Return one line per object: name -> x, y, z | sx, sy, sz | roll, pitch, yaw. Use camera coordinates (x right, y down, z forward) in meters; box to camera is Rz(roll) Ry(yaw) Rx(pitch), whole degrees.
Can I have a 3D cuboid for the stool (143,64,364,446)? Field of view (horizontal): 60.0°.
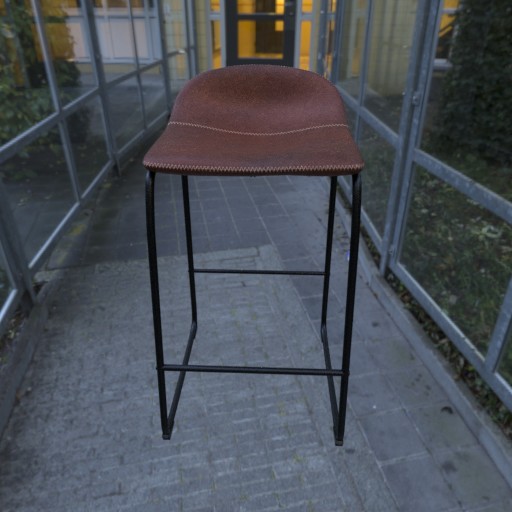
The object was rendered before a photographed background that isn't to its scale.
stool -> 0.000, 0.000, 1.106 | 0.454, 0.830, 0.473 | 1, 30, 2
